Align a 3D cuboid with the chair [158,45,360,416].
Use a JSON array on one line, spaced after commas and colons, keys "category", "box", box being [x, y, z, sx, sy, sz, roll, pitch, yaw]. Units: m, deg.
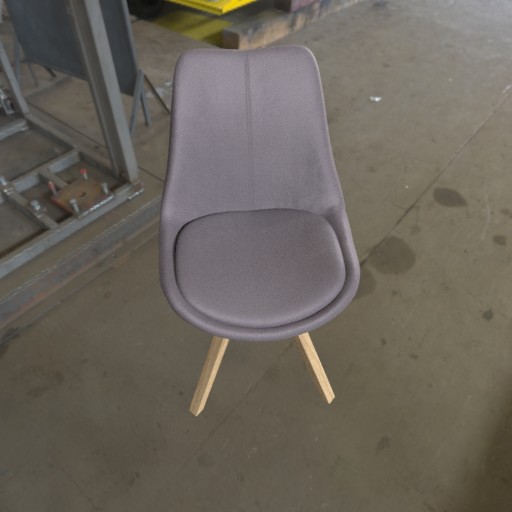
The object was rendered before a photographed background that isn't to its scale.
[{"category": "chair", "box": [0.000, 0.000, 1.161, 0.483, 0.865, 0.547, -4, 47, -4]}]
